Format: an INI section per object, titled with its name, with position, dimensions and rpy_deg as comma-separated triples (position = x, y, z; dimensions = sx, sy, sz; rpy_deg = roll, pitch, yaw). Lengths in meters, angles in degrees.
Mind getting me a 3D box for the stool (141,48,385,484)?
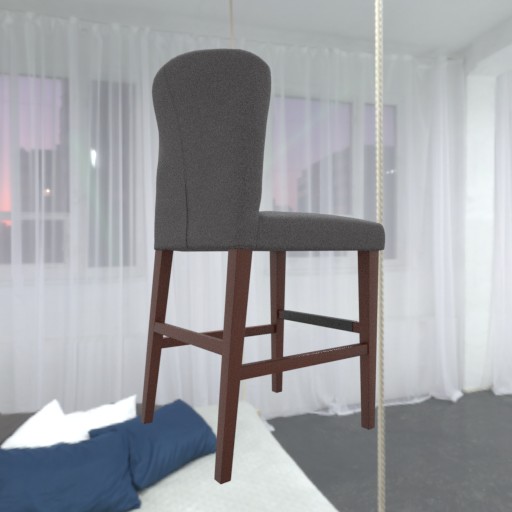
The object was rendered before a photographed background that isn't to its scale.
[stool]
position = 0.000, 0.000, 1.266
dimensions = 0.568, 0.968, 0.481
rpy_deg = 0, 0, -36
